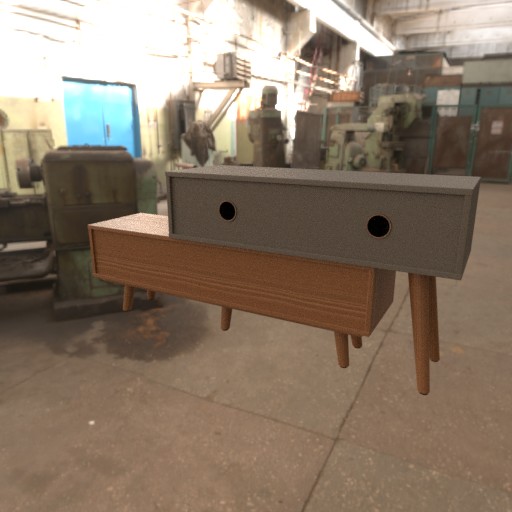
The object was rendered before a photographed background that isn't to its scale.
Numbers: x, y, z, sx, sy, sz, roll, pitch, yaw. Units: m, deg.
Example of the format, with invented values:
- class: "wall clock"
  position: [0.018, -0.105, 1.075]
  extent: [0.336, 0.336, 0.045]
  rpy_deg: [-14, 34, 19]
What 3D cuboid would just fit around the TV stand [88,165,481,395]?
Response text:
- class: "TV stand"
  position: [0.000, 0.000, 1.560]
  extent: [1.336, 0.591, 0.329]
  rpy_deg: [9, 18, 28]
